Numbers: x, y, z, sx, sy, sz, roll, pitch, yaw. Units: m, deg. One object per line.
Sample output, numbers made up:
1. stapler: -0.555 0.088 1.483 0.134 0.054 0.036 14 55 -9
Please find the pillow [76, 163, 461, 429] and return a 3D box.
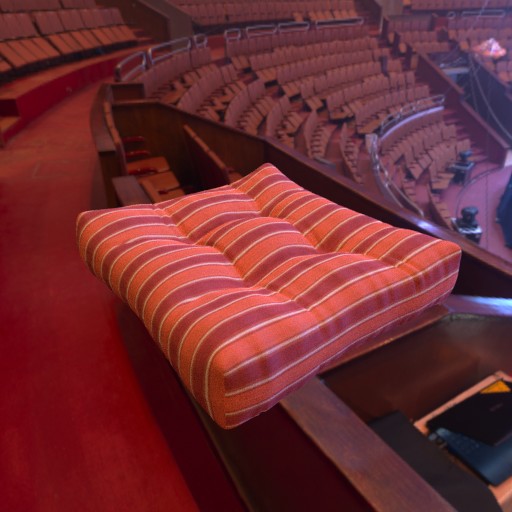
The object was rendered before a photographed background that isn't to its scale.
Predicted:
1. pillow: 0.000 0.000 0.749 0.468 0.133 0.490 -21 35 -32
